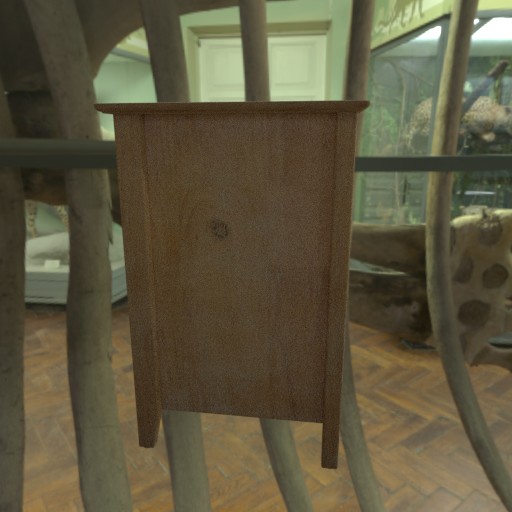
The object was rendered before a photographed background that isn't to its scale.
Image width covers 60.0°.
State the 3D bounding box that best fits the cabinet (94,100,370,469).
[{"bbox_3d":[0.000,0.000,1.240,0.503,0.762,0.763,2,15,8],"label":"cabinet"}]
